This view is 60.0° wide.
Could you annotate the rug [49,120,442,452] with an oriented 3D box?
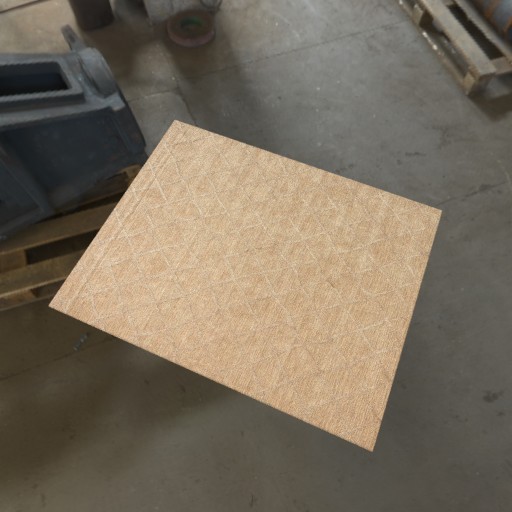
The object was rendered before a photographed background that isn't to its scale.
[{"bbox_3d":[0.000,0.000,4.233,3.039,0.019,2.420,21,65,10],"label":"rug"}]
